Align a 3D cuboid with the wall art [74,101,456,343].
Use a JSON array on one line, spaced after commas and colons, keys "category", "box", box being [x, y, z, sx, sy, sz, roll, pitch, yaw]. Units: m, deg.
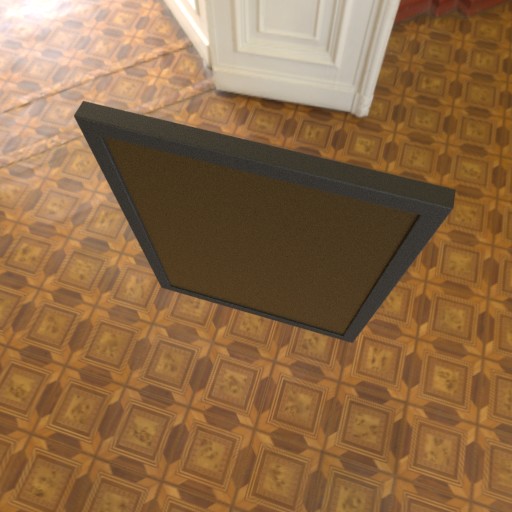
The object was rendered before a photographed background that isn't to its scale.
[{"category": "wall art", "box": [0.000, 0.000, 0.766, 0.457, 0.558, 0.028, 15, 65, 7]}]
